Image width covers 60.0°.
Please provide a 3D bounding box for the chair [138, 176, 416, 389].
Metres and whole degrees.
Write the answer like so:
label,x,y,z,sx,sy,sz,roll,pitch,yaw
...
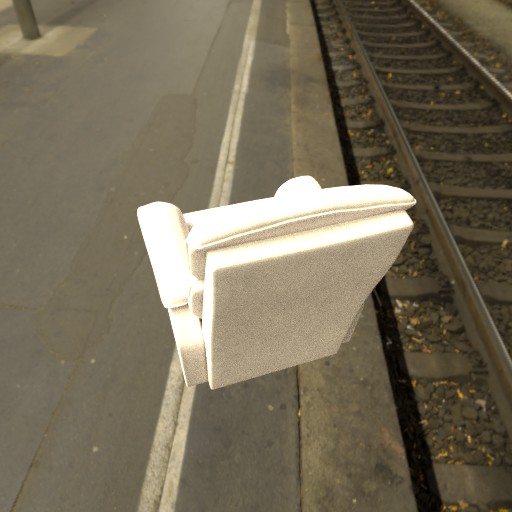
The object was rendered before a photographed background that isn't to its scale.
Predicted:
label,x,y,z,sx,sy,sz,roll,pitch,yaw
chair,0.000,0.000,1.759,0.820,1.039,1.001,-12,42,-14
